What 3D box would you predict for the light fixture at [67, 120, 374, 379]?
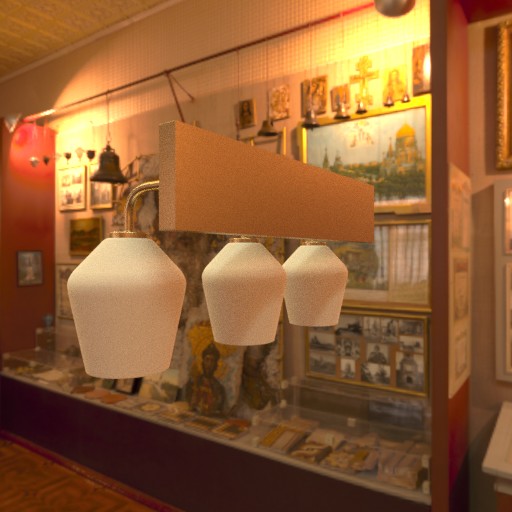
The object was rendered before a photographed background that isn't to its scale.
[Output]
[{"bbox_3d":[0.000,0.000,0.727,0.190,0.280,0.609,0,0,37],"label":"light fixture"}]
